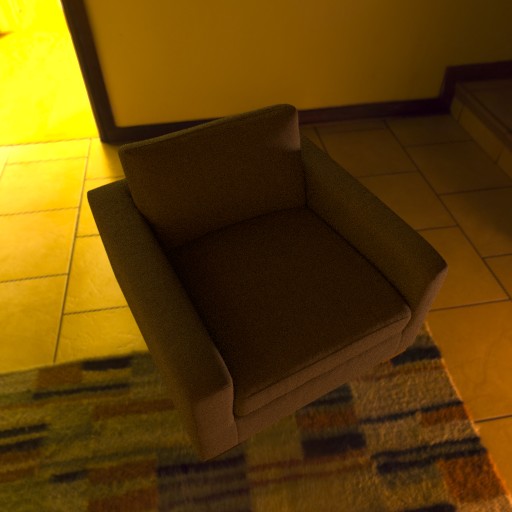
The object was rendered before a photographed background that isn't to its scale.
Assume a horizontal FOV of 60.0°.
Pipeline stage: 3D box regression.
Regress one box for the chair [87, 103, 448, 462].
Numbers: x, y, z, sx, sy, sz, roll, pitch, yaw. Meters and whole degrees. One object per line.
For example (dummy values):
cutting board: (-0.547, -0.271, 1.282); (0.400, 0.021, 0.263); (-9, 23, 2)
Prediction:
chair: (0.000, 0.000, 1.873); (1.070, 0.847, 1.100); (-22, 50, -20)
